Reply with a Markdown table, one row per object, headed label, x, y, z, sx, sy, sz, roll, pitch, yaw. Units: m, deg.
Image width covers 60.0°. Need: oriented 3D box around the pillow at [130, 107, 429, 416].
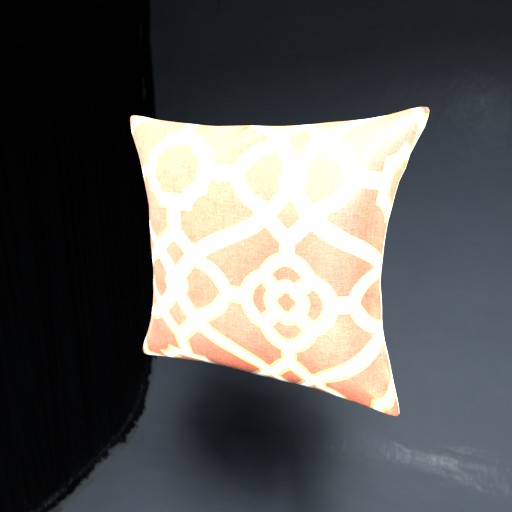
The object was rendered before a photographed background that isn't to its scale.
| label | x | y | z | sx | sy | sz | roll | pitch | yaw |
| --- | --- | --- | --- | --- | --- | --- | --- | --- | --- |
| pillow | 0.000 | 0.000 | 0.817 | 0.552 | 0.508 | 0.166 | 7 | 16 | 25 |
